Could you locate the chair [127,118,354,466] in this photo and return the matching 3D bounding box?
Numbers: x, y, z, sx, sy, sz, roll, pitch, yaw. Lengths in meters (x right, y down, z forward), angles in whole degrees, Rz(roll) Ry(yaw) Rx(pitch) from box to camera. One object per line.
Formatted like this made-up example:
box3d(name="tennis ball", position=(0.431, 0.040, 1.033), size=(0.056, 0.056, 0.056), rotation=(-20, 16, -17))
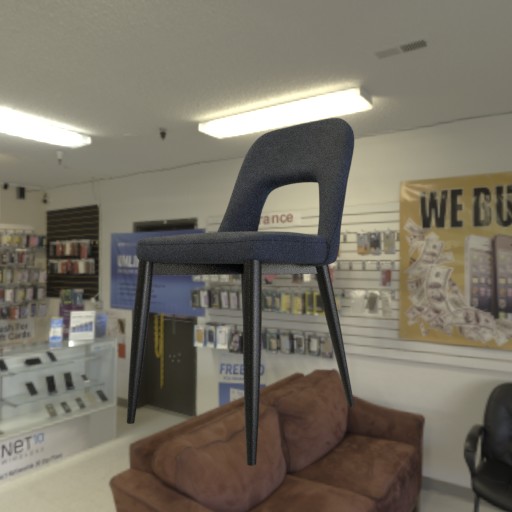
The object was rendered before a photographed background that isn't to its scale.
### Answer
box3d(name="chair", position=(0.000, 0.000, 1.328), size=(0.470, 0.931, 0.612), rotation=(-1, -1, 37))
